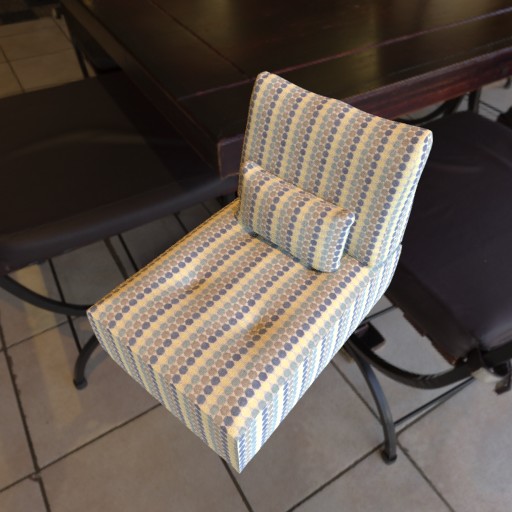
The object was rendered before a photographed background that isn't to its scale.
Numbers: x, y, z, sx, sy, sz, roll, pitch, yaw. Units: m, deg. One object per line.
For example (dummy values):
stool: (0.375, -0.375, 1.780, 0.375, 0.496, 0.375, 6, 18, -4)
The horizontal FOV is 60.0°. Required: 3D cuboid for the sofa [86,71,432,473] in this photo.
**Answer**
sofa: (0.000, 0.000, 1.551, 0.700, 0.820, 1.000, 31, 54, 26)
